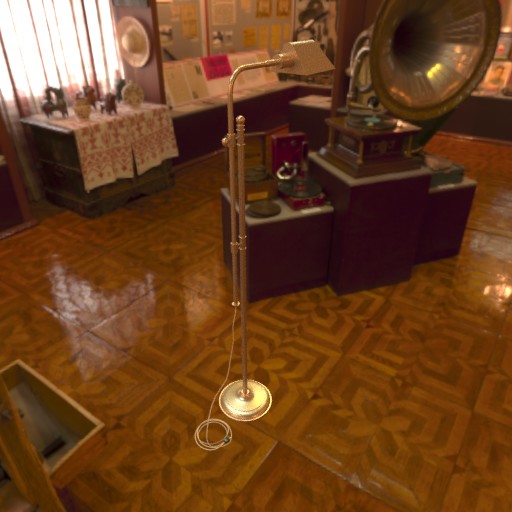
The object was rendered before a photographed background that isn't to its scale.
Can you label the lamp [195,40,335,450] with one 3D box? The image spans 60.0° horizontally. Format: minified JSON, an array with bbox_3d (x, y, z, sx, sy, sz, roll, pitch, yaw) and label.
[{"bbox_3d":[0.000,0.000,1.835,0.256,1.571,0.813,21,36,31],"label":"lamp"}]
